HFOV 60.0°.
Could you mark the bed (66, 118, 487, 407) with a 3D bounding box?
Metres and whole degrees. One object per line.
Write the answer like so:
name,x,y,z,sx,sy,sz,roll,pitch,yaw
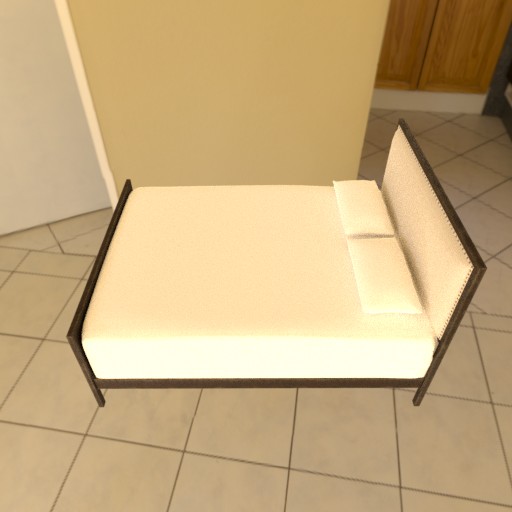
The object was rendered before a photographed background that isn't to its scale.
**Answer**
bed,0.000,0.000,3.163,2.221,1.313,1.607,0,43,0
